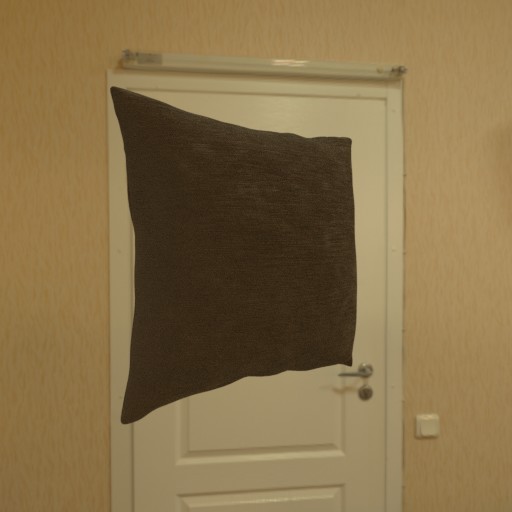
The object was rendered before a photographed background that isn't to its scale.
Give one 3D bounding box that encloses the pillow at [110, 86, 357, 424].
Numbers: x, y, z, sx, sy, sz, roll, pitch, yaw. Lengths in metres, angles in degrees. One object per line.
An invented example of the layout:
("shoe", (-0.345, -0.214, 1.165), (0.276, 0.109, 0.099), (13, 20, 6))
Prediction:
("pillow", (0.000, 0.000, 0.697), (0.452, 0.439, 0.204), (-1, 1, -36))
